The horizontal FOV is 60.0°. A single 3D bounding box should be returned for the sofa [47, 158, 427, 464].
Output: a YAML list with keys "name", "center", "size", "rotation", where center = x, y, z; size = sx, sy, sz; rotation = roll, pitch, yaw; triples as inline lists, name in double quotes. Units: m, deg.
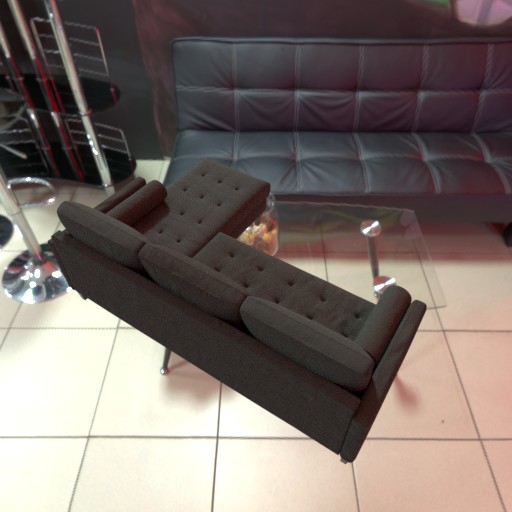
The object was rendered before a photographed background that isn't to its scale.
- name: "sofa"
  center: [0.000, 0.000, 2.922]
  size: [2.178, 0.876, 1.506]
  rotation: [25, 51, 22]
